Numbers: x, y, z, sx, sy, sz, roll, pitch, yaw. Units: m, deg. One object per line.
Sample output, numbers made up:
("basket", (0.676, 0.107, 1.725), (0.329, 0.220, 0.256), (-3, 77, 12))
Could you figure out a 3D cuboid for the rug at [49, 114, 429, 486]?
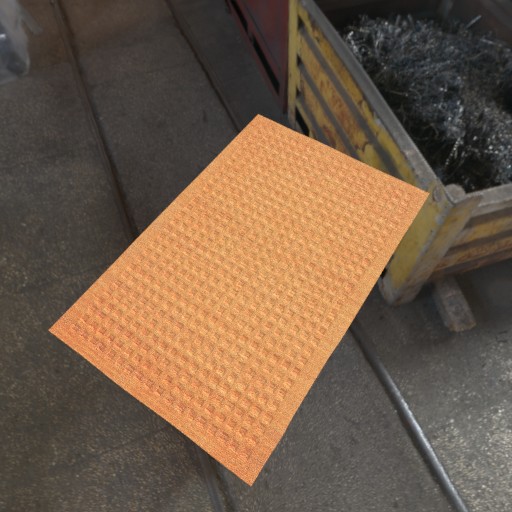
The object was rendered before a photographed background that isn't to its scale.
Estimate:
("rug", (0.000, 0.000, 2.256), (1.143, 0.006, 1.747), (30, 64, 17))
